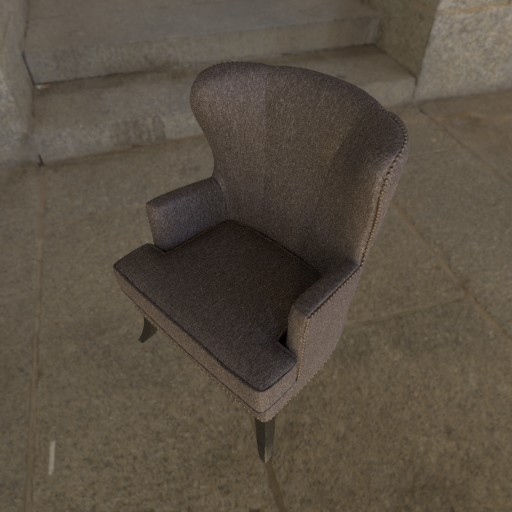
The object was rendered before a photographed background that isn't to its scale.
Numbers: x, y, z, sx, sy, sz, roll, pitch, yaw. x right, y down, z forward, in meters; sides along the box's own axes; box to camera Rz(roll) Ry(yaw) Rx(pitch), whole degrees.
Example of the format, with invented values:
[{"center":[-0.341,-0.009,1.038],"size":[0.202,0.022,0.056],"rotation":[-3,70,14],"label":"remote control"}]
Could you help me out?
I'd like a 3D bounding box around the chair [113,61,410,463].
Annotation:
[{"center":[0.000,0.000,1.562],"size":[0.759,1.060,0.758],"rotation":[34,54,29],"label":"chair"}]
